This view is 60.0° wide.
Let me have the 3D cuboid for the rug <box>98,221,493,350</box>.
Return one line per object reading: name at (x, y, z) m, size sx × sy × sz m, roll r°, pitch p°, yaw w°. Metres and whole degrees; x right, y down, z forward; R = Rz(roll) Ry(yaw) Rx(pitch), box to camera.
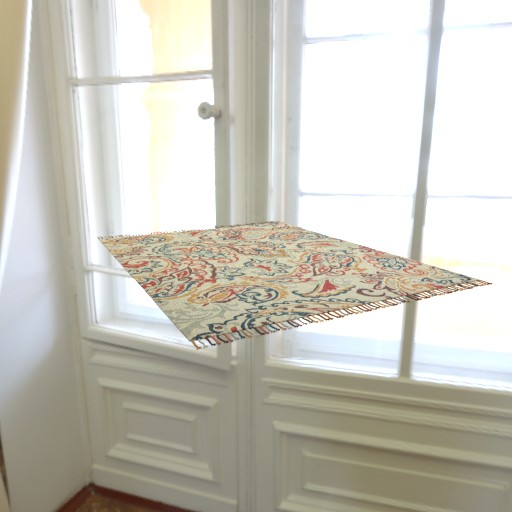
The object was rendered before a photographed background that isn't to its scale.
rug at (0.000, 0.000, 4.295) m, size 2.439 × 0.015 × 3.274 m, roll -7°, pitch 16°, yaw -27°
